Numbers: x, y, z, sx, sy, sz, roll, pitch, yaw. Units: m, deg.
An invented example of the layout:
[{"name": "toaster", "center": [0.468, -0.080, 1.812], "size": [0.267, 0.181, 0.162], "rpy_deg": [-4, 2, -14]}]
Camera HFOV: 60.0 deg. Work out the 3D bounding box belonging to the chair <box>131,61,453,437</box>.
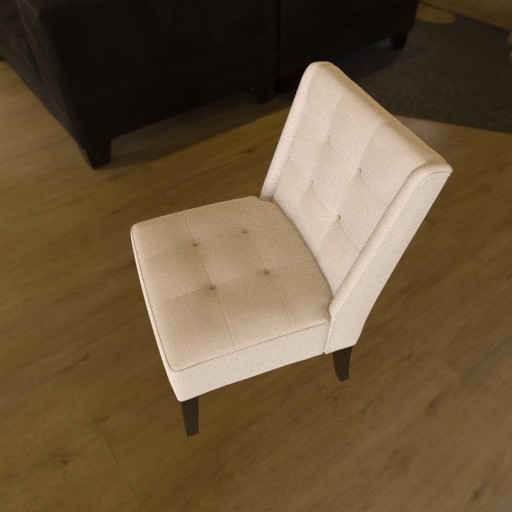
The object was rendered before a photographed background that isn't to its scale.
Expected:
[{"name": "chair", "center": [0.000, 0.000, 1.306], "size": [0.676, 0.853, 0.569], "rpy_deg": [-15, 49, -14]}]
